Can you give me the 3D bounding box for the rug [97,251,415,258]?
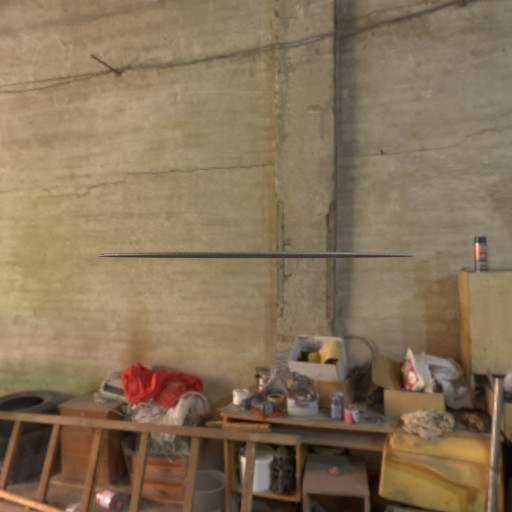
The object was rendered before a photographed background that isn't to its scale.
[{"bbox_3d":[0.000,0.000,2.360,1.593,0.012,1.593,0,-1,0],"label":"rug"}]
